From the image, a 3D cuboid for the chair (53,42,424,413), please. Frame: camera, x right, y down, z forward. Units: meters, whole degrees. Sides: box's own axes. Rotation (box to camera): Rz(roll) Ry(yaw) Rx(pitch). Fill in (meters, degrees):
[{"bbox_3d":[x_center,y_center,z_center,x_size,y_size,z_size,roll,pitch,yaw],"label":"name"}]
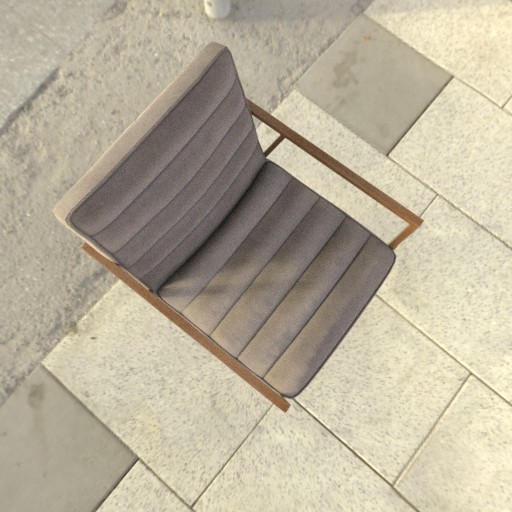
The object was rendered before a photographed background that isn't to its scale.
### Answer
[{"bbox_3d":[0.000,0.000,1.296,0.682,0.843,0.578,37,79,9],"label":"chair"}]
